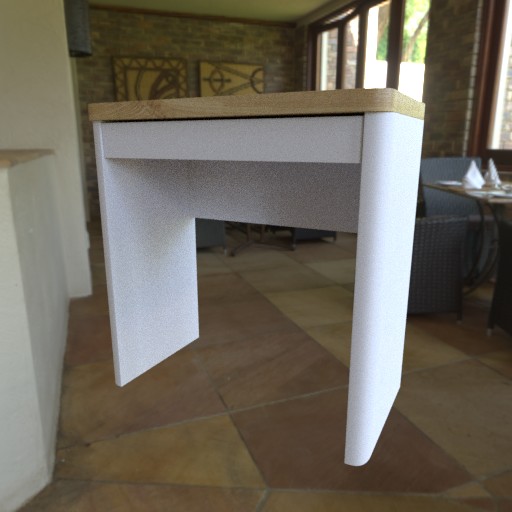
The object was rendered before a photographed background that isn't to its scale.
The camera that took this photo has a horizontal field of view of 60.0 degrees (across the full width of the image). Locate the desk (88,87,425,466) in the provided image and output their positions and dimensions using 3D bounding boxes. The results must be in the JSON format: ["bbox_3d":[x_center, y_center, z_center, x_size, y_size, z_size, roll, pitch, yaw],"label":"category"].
[{"bbox_3d":[0.000,0.000,1.218,0.760,0.790,0.440,8,16,27],"label":"desk"}]
